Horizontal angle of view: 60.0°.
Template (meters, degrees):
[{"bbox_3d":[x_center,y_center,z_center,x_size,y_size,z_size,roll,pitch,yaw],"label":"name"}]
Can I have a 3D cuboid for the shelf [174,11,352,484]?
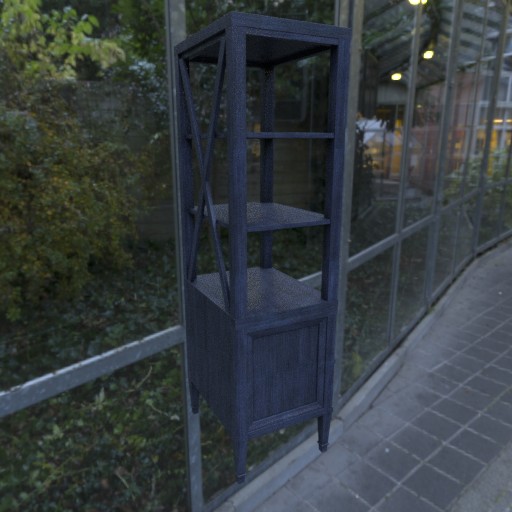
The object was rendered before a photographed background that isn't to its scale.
[{"bbox_3d":[0.000,0.000,1.919,0.472,1.727,0.584,-7,16,-26],"label":"shelf"}]
